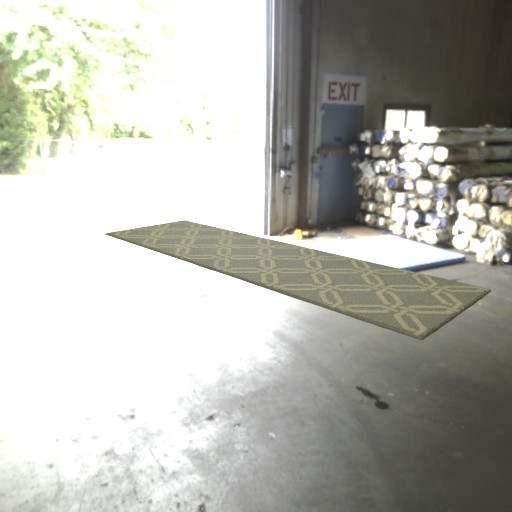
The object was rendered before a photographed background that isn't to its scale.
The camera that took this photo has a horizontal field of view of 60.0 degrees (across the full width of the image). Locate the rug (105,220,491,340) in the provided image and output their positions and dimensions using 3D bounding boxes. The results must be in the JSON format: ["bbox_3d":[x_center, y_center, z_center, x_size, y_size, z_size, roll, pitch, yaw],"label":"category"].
[{"bbox_3d":[0.000,0.000,2.507,2.276,0.014,0.678,15,22,43],"label":"rug"}]
